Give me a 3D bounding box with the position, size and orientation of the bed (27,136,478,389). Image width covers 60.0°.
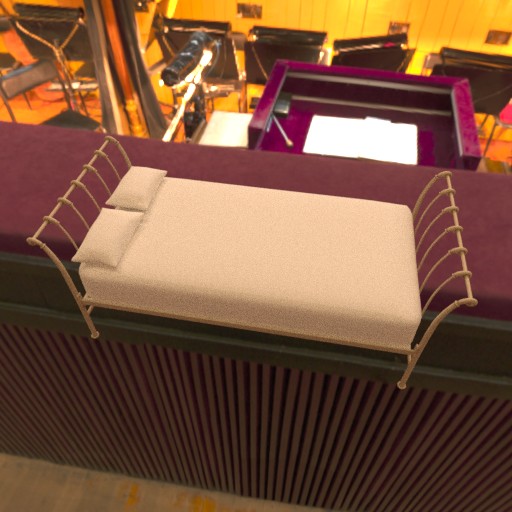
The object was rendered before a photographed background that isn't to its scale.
[{"bbox_3d":[0.000,0.000,2.785,2.228,0.873,1.032,8,47,7],"label":"bed"}]
